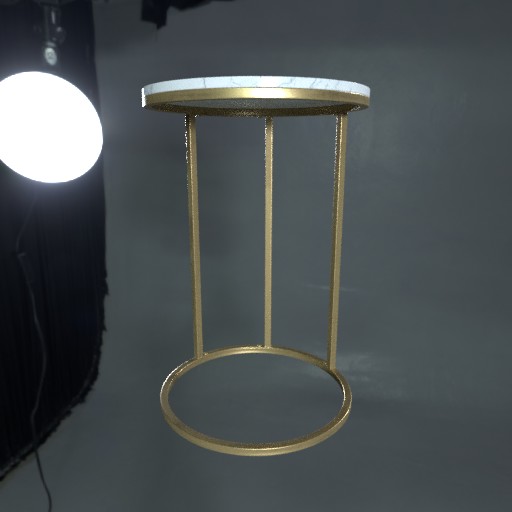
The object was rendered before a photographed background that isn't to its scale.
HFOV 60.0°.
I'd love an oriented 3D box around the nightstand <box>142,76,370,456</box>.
[{"bbox_3d":[0.000,0.000,0.876,0.400,0.610,0.400,2,14,9],"label":"nightstand"}]
